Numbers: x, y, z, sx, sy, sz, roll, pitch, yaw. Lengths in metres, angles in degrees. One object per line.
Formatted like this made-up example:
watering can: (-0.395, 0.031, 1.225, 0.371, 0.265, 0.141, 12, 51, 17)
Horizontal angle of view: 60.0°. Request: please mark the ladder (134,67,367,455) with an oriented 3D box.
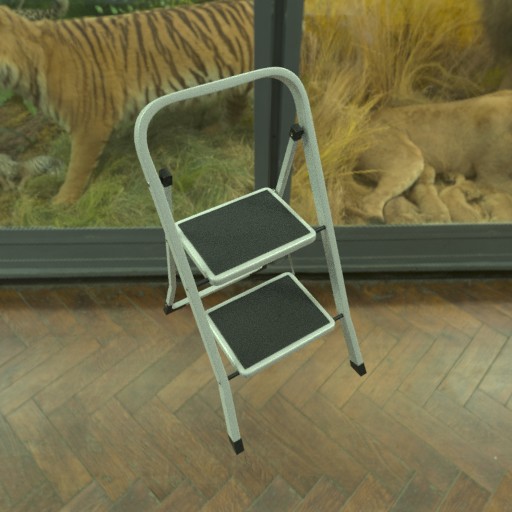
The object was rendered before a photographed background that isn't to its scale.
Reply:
ladder: (0.000, 0.000, 1.135, 0.460, 0.810, 0.544, -24, 51, -21)
